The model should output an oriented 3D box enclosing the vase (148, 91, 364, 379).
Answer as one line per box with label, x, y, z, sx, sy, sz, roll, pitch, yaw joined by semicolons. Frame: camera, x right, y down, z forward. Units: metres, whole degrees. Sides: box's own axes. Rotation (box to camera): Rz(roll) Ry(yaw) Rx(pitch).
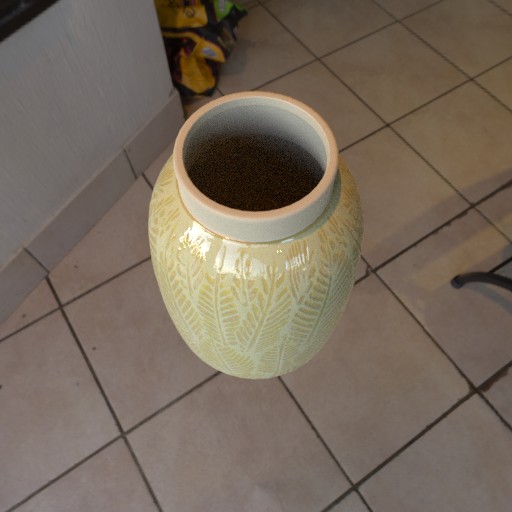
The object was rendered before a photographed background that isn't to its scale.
vase;0.000;0.000;0.377;0.172;0.270;0.172;0;63;0
